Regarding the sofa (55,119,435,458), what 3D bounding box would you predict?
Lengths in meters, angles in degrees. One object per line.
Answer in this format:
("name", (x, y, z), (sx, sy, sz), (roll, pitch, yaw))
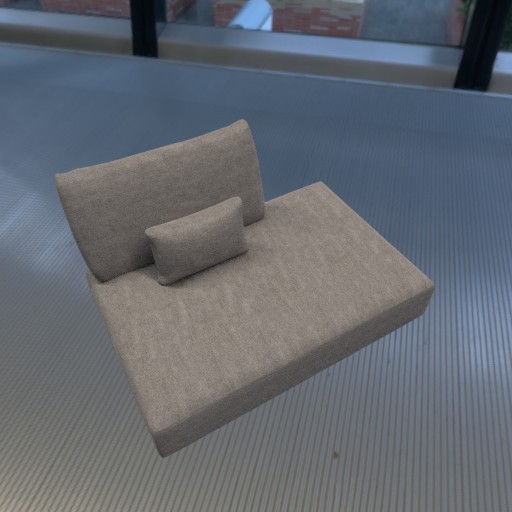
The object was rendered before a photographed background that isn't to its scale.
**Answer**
("sofa", (0.000, 0.000, 2.054), (1.450, 0.820, 1.002), (-23, 51, -20))
